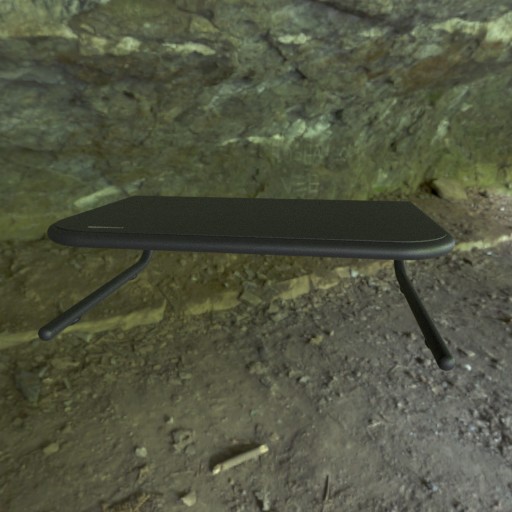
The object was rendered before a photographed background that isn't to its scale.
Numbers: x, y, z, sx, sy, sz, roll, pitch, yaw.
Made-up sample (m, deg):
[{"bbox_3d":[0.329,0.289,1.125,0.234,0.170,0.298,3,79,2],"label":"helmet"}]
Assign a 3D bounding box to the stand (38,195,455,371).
[{"bbox_3d":[0.000,0.000,0.504,0.370,0.108,0.280,2,16,8],"label":"stand"}]
